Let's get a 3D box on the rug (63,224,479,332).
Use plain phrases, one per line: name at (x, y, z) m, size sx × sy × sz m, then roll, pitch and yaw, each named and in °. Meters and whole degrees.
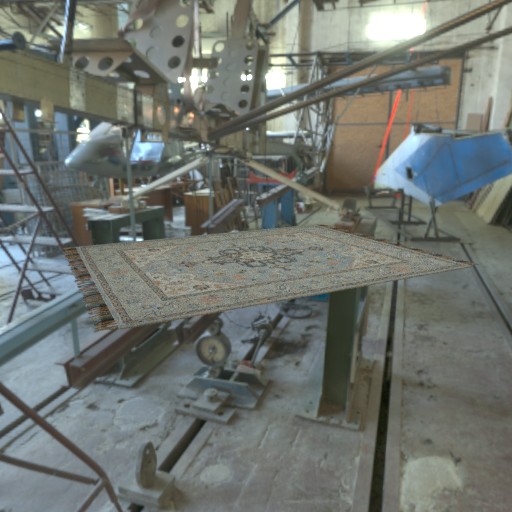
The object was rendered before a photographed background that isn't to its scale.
rug at (0.000, 0.000, 4.182) m, size 3.221 × 0.011 × 2.379 m, roll -7°, pitch 15°, yaw -26°
